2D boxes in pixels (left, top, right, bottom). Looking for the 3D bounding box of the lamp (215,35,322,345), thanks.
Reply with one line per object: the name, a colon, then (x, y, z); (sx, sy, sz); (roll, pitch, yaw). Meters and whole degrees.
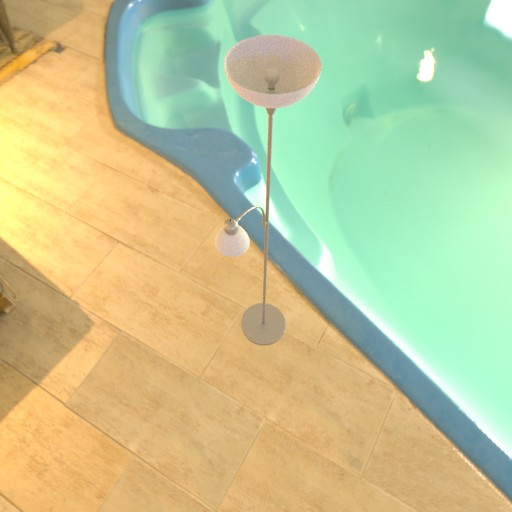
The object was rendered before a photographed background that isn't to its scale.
lamp: (0.000, 0.000, 1.952); (0.279, 1.804, 0.425); (32, 63, 18)
